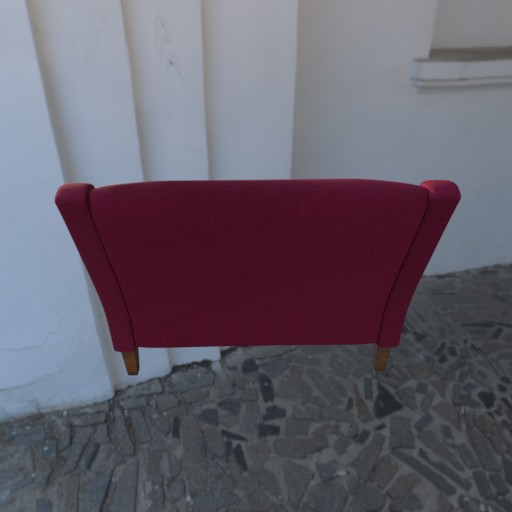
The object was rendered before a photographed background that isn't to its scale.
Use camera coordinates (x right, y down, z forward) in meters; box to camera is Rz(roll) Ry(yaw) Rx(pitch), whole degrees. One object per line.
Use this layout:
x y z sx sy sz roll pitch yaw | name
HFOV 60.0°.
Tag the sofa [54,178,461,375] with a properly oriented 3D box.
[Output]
0.000 0.000 1.960 1.242 0.976 0.946 -1 29 -1 | sofa
